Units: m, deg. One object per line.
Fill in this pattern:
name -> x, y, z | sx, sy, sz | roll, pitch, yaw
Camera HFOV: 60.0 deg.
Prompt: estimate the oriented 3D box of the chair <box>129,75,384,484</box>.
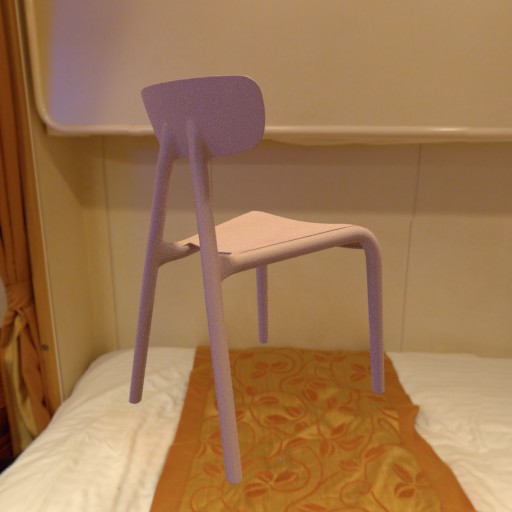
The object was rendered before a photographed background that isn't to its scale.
chair -> 0.000, 0.000, 0.830 | 0.401, 0.580, 0.356 | -13, 19, -43
